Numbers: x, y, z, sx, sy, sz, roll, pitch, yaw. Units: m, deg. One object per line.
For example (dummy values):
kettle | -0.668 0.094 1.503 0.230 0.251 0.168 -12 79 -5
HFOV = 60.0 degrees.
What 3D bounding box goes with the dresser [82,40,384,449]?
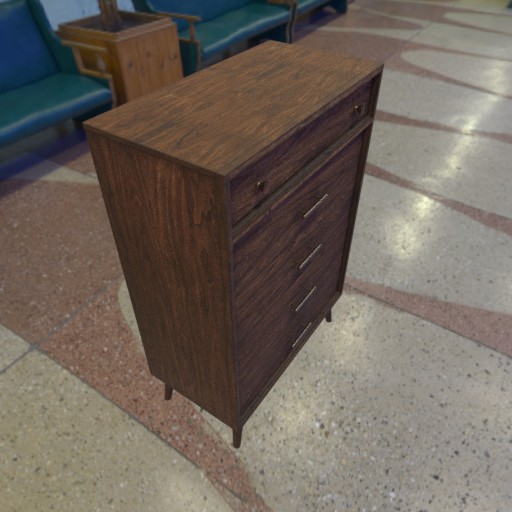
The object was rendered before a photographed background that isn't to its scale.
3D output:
dresser | 0.000 0.000 1.815 0.498 1.365 0.919 24 47 25
